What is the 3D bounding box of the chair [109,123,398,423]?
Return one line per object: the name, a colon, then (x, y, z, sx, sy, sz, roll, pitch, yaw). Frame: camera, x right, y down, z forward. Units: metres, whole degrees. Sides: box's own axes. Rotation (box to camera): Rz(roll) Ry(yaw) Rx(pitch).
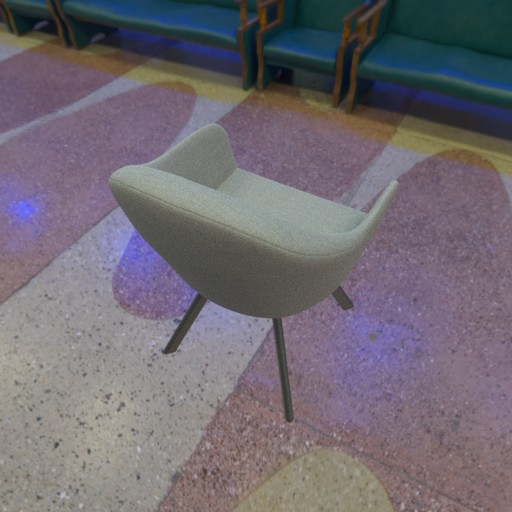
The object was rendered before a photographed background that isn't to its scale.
chair: (0.000, 0.000, 1.166, 0.540, 0.780, 0.570, 23, 51, 20)
